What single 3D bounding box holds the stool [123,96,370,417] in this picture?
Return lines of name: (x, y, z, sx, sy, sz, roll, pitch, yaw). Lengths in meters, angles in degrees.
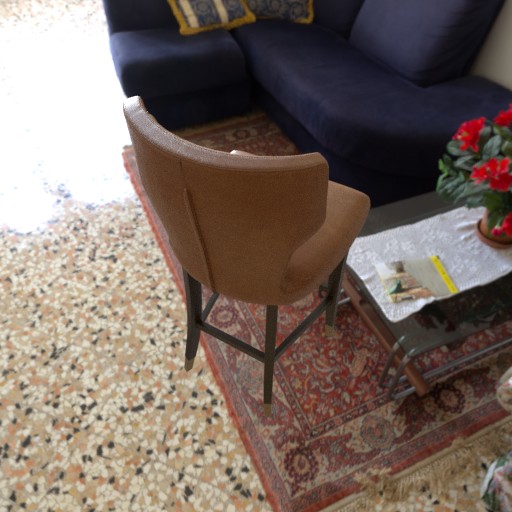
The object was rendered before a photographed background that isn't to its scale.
stool: (0.000, 0.000, 1.408, 0.526, 1.092, 0.563, 23, 51, 20)
